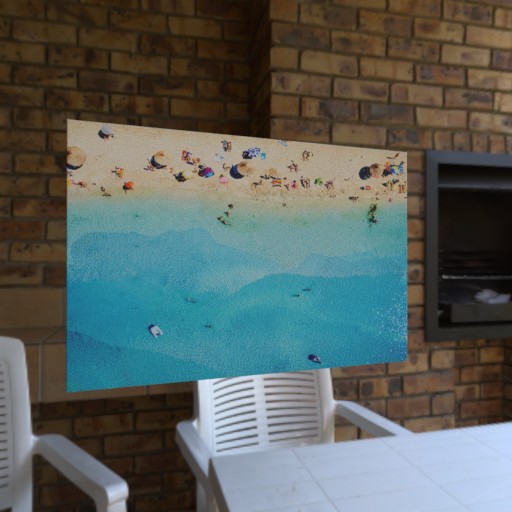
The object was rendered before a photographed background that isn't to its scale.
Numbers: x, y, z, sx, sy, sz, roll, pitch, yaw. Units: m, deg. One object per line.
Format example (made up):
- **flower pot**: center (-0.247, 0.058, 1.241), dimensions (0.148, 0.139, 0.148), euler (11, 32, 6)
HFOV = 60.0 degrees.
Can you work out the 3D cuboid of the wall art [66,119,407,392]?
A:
- **wall art**: center (0.000, 0.000, 1.139), dimensions (0.894, 0.595, 0.057), euler (0, 0, -20)
